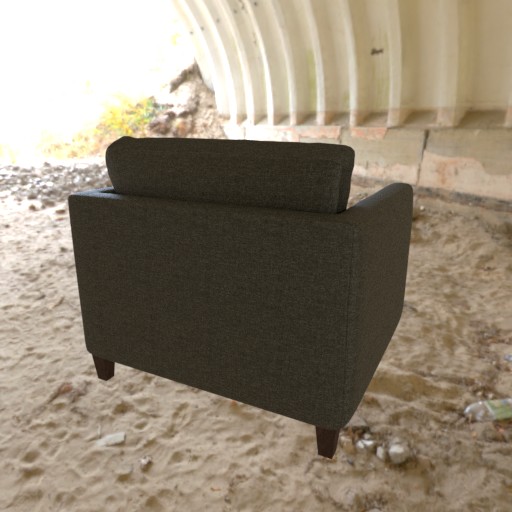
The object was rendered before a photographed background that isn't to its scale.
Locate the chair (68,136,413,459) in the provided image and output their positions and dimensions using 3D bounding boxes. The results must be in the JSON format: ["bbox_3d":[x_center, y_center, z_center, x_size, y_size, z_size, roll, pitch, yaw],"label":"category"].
[{"bbox_3d":[0.000,0.000,1.840,1.107,0.963,0.959,8,19,26],"label":"chair"}]
